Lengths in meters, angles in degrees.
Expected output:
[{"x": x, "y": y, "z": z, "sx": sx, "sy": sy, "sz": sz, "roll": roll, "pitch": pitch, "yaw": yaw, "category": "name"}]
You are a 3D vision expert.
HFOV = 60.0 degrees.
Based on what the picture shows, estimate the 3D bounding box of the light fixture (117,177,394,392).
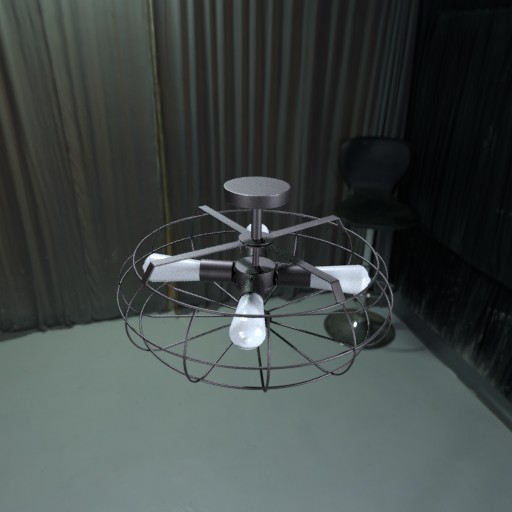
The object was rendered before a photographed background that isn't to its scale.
[{"x": 0.000, "y": 0.000, "z": 0.939, "sx": 0.582, "sy": 0.311, "sz": 0.582, "roll": 0, "pitch": 26, "yaw": 0, "category": "light fixture"}]
